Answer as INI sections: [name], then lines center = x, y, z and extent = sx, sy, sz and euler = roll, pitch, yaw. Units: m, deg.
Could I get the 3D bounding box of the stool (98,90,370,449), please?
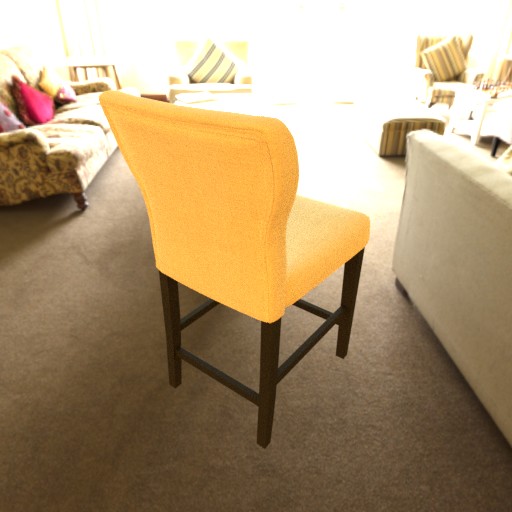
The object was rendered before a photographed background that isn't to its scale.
[stool]
center = 0.000, 0.000, 1.317
extent = 0.514, 0.972, 0.603
euler = 22, 37, 32
